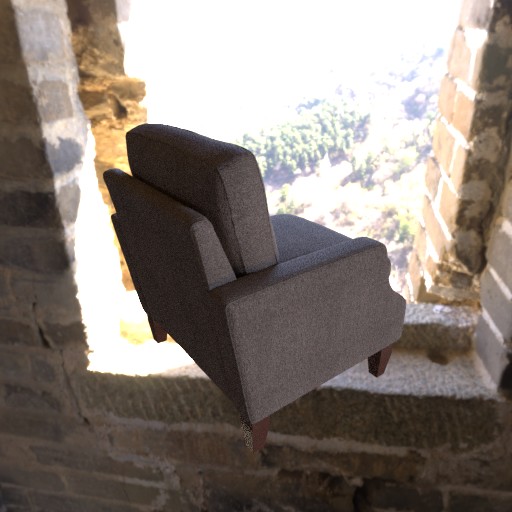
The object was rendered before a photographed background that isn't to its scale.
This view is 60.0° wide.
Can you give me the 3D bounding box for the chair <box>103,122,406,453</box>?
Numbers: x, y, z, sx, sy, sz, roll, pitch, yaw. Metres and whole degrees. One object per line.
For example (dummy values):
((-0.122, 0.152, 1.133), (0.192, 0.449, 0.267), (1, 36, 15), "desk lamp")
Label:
((0.000, 0.000, 1.717), (0.897, 0.993, 0.855), (-18, 31, -32), "chair")
